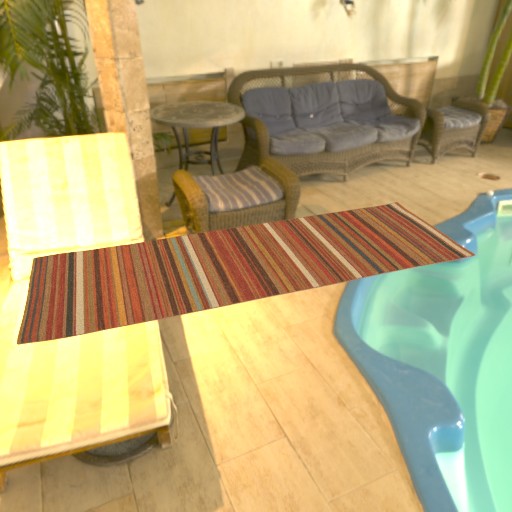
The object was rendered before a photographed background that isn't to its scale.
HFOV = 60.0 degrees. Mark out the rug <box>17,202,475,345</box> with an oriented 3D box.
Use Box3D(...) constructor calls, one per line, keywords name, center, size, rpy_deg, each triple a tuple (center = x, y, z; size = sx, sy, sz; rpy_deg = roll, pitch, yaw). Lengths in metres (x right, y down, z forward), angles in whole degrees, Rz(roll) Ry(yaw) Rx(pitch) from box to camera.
Box3D(name="rug", center=(0.000, 0.000, 2.563), size=(2.444, 0.030, 0.799), rpy_deg=(-10, 32, -16))
